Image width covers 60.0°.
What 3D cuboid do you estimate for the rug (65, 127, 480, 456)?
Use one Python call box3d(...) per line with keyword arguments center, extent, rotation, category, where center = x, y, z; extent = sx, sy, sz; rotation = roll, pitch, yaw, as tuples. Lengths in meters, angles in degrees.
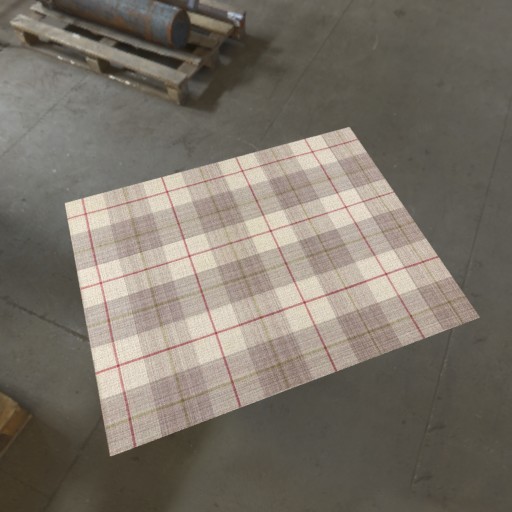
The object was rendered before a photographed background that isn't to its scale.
box3d(center=(0.000, 0.000, 3.850), extent=(2.959, 0.016, 2.317), rotation=(-17, 60, -10), category="rug")
